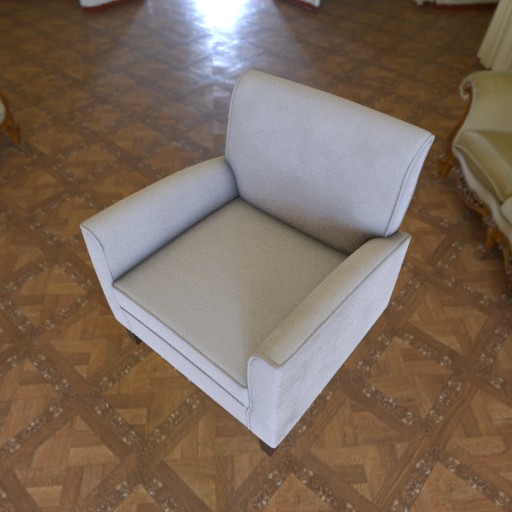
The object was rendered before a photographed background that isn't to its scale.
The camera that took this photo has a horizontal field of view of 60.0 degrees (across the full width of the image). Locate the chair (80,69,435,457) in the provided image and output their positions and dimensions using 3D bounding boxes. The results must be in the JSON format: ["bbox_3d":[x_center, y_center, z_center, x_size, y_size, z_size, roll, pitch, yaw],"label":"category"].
[{"bbox_3d":[0.000,0.000,1.573,0.820,0.915,0.821,31,53,27],"label":"chair"}]
